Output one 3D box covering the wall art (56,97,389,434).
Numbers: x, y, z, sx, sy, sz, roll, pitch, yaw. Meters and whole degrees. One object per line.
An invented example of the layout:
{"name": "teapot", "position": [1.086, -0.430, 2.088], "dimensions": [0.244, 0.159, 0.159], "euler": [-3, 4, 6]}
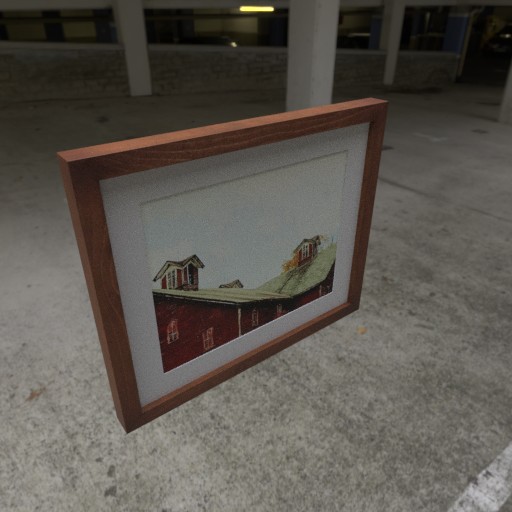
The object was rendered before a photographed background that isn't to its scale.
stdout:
{"name": "wall art", "position": [0.000, 0.000, 0.551], "dimensions": [0.401, 0.328, 0.030], "euler": [-21, 36, -31]}
